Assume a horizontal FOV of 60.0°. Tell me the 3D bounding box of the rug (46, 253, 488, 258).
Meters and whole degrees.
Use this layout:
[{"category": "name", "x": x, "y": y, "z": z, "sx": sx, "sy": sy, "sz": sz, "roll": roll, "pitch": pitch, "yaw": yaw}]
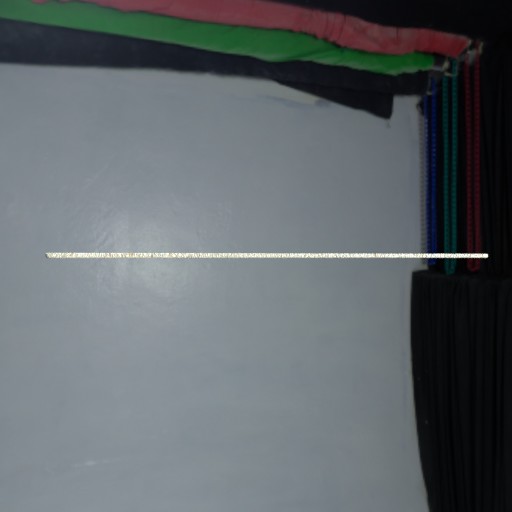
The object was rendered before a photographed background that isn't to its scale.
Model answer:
[{"category": "rug", "x": 0.000, "y": 0.000, "z": 3.363, "sx": 2.698, "sy": 0.025, "sz": 1.798, "roll": 0, "pitch": 0, "yaw": -18}]
